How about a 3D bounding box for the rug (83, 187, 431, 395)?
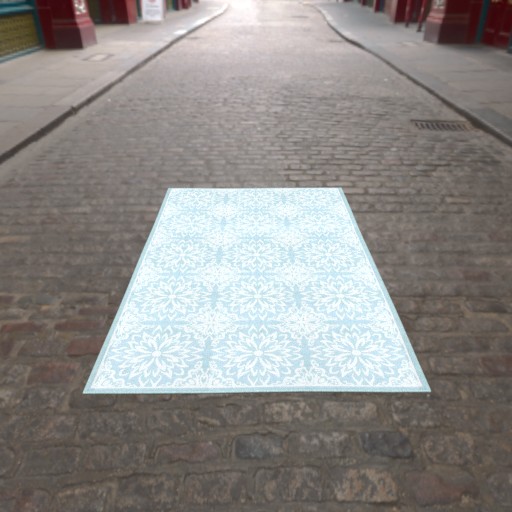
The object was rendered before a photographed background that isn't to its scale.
[{"bbox_3d":[0.000,0.000,2.330,1.219,0.012,1.840,0,31,0],"label":"rug"}]
